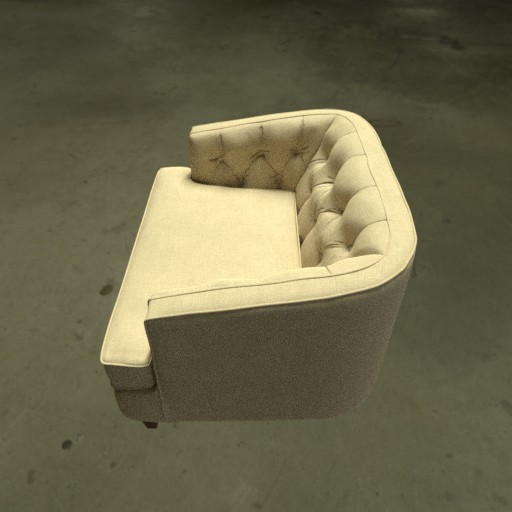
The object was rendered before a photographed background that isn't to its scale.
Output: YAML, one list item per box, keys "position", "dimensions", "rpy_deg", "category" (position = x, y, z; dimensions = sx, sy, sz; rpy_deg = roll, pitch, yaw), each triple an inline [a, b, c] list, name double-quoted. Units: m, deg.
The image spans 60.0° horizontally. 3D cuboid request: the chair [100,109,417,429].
- position: [0.000, 0.000, 1.708]
  dimensions: [0.914, 0.787, 1.118]
  rpy_deg: [0, 42, 0]
  category: "chair"
